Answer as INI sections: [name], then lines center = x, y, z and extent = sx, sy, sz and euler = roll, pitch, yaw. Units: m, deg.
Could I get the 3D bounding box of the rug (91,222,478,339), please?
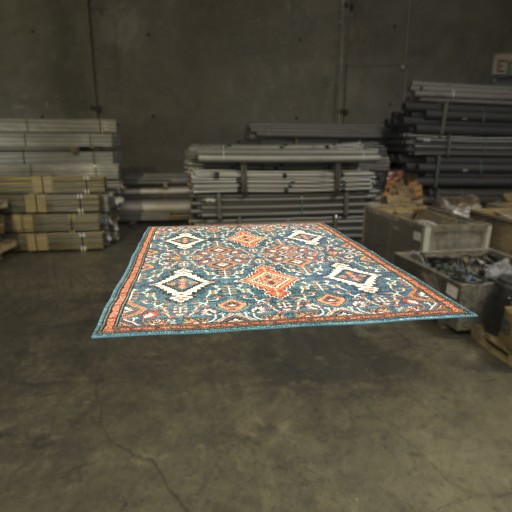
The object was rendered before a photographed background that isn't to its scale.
[rug]
center = 0.000, 0.000, 2.926
extent = 1.622, 0.009, 2.373
euler = -2, 14, -8
